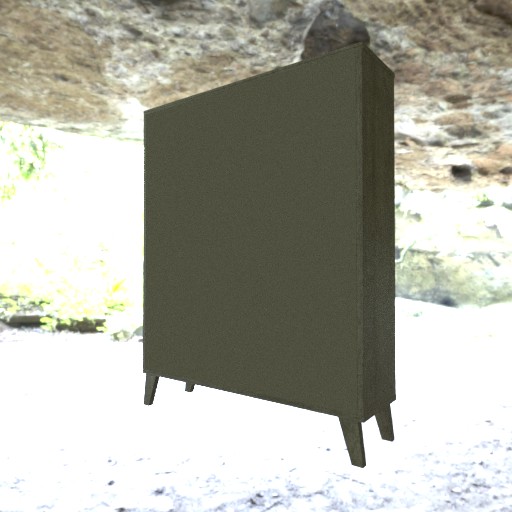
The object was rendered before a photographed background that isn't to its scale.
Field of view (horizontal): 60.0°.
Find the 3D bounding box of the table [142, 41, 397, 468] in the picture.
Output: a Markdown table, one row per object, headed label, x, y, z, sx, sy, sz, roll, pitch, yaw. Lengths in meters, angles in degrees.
| label | x | y | z | sx | sy | sz | roll | pitch | yaw |
| --- | --- | --- | --- | --- | --- | --- | --- | --- | --- |
| table | 0.000 | 0.000 | 1.548 | 0.902 | 1.135 | 0.256 | -1 | -1 | 37 |
